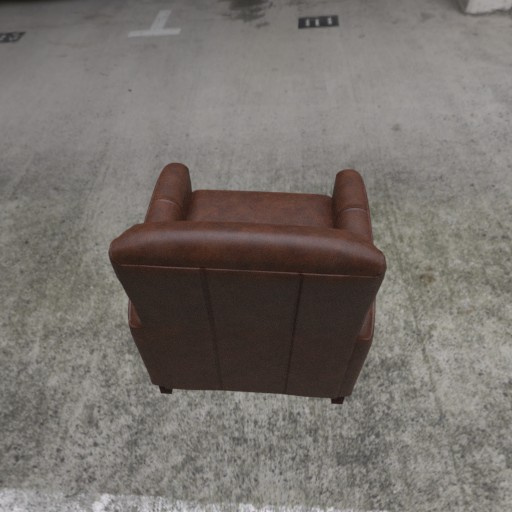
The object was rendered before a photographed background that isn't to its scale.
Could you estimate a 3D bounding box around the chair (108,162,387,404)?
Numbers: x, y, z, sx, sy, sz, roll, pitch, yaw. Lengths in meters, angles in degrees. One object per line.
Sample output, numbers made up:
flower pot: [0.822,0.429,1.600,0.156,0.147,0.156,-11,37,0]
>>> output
chair: [0.000,0.000,1.643,0.839,1.010,0.850,3,49,2]
